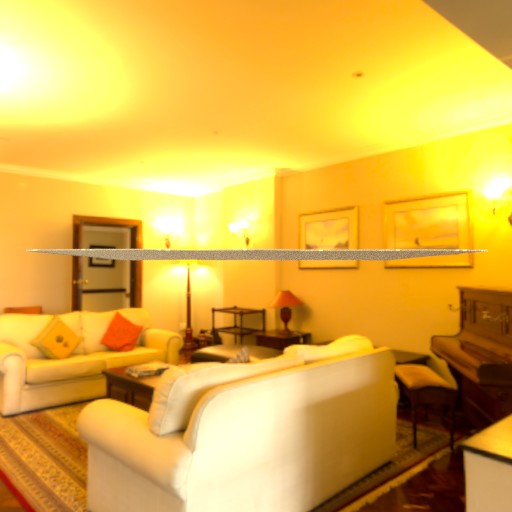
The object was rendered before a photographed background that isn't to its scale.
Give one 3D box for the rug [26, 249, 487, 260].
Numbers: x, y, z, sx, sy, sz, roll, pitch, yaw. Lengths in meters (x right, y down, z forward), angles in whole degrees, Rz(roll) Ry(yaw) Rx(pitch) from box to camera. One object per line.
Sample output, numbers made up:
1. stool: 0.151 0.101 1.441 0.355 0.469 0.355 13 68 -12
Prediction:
1. rug: 0.000 0.000 2.787 2.135 0.013 1.524 0 -2 -1
